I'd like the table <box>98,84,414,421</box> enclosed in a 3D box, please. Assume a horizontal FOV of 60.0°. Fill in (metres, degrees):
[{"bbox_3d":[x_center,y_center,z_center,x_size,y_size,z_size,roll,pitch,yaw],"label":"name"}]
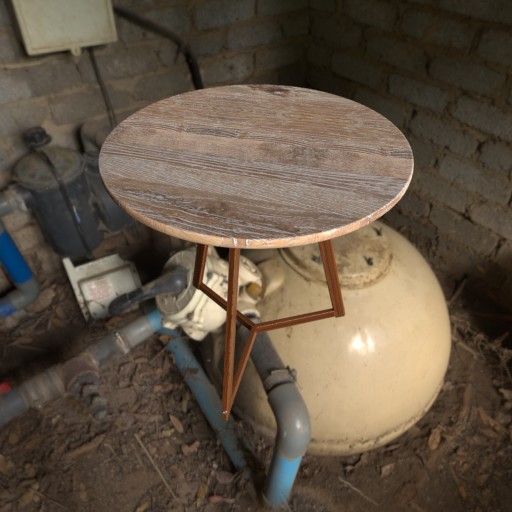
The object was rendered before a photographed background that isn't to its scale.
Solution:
[{"bbox_3d":[0.000,0.000,0.891,0.500,0.500,0.500,0,42,0],"label":"table"}]
